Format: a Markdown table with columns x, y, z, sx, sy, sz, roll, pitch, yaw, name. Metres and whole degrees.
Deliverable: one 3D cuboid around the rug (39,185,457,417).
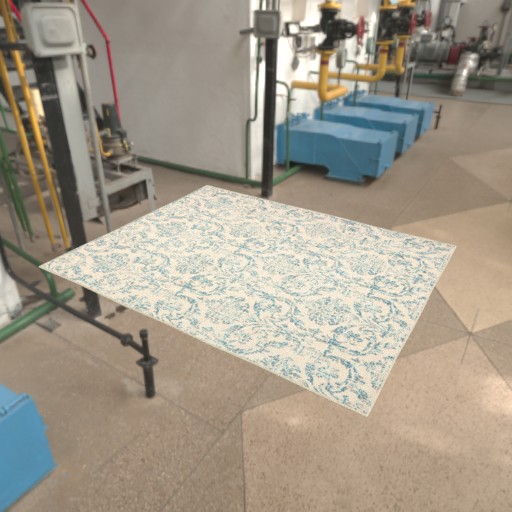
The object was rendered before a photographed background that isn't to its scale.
| x | y | z | sx | sy | sz | roll | pitch | yaw | name |
| --- | --- | --- | --- | --- | --- | --- | --- | --- | --- |
| 0.000 | 0.000 | 4.014 | 2.980 | 0.012 | 2.363 | 18 | 34 | 28 | rug |
